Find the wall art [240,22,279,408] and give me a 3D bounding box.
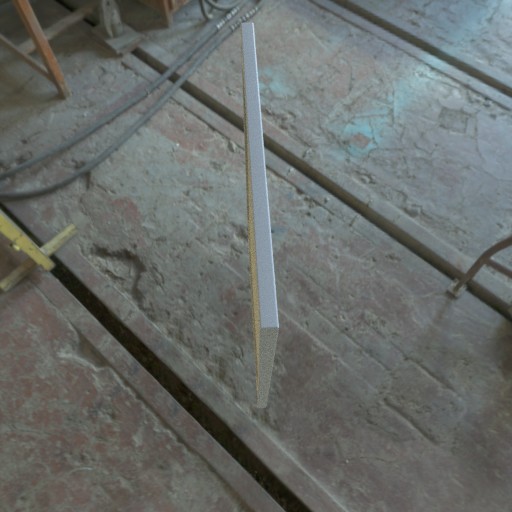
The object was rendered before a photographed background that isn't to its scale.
[{"bbox_3d":[0.000,0.000,1.627,0.038,1.212,0.914,-3,64,-1],"label":"wall art"}]
